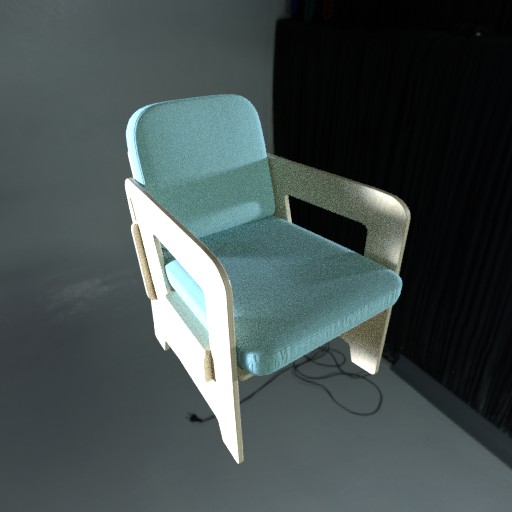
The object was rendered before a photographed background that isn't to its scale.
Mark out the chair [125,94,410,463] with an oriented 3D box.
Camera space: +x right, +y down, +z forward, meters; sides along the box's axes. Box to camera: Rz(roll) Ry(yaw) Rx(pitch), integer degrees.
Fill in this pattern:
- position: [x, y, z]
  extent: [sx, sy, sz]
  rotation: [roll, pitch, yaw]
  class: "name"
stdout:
- position: [0.000, 0.000, 1.297]
  extent: [0.590, 0.800, 0.710]
  rotation: [-21, 36, -31]
  class: "chair"
